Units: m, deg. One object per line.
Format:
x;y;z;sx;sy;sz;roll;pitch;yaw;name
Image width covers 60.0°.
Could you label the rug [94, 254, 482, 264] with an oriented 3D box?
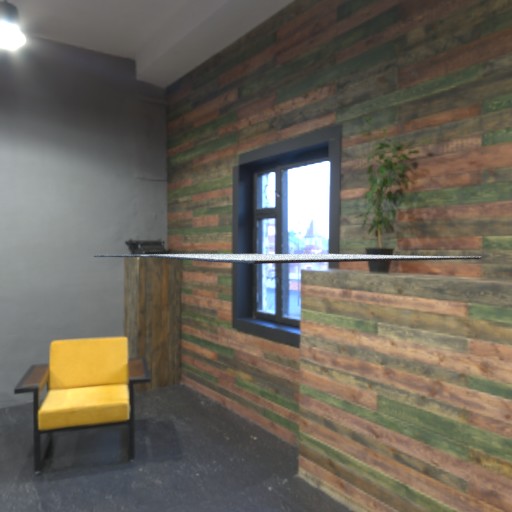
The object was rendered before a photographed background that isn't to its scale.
0.000;0.000;3.111;1.624;0.030;2.349;-1;1;-34;rug
